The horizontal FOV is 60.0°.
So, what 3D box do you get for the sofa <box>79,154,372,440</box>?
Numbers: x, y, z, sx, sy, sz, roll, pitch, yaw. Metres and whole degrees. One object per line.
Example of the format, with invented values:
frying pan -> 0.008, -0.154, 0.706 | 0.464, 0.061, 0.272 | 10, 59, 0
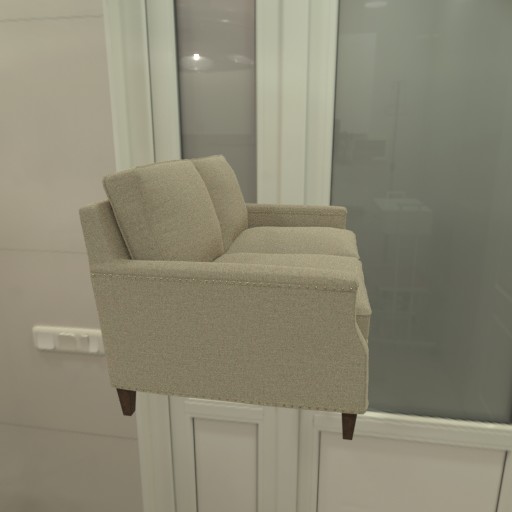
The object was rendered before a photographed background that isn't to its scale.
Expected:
sofa -> 0.000, 0.000, 2.319 | 1.084, 1.003, 1.597 | 3, 15, 9
